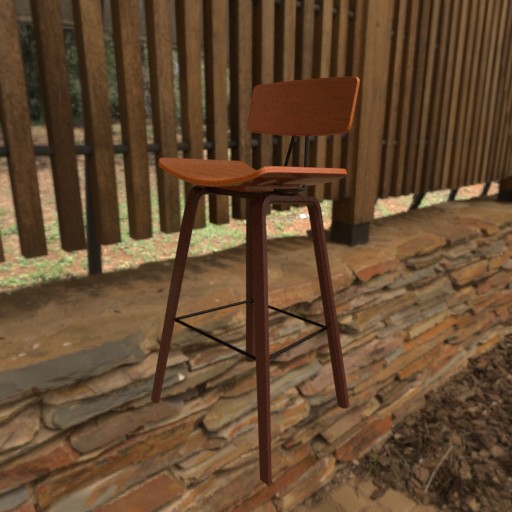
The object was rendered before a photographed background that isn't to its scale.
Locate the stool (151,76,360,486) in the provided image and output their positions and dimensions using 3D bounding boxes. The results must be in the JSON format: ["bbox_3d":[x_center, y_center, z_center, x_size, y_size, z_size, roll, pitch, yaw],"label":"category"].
[{"bbox_3d":[0.000,0.000,1.263,0.509,0.969,0.440,15,22,42],"label":"stool"}]
